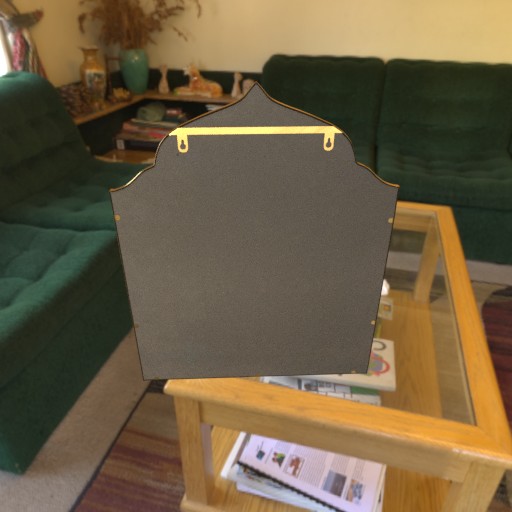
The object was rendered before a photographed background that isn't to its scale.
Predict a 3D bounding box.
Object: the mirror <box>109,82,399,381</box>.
[{"bbox_3d":[0.000,0.000,0.855,0.513,0.635,0.018,-1,31,-2],"label":"mirror"}]
